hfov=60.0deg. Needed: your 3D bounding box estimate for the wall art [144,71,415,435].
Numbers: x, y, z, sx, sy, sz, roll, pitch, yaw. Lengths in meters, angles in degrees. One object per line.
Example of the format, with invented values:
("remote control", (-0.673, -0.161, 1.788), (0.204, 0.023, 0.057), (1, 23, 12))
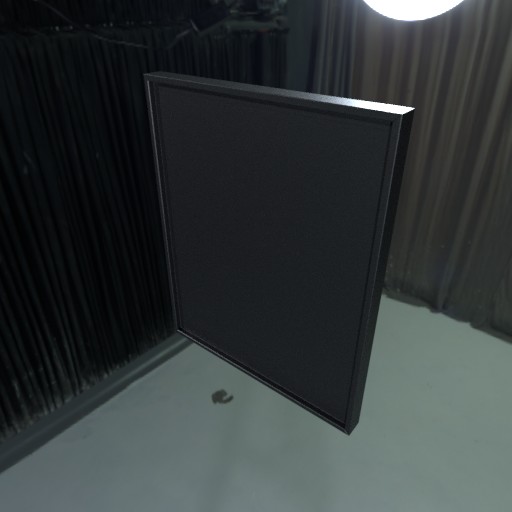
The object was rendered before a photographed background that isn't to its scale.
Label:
("wall art", (0.000, 0.000, 0.772), (0.449, 0.555, 0.039), (22, 37, 32))
